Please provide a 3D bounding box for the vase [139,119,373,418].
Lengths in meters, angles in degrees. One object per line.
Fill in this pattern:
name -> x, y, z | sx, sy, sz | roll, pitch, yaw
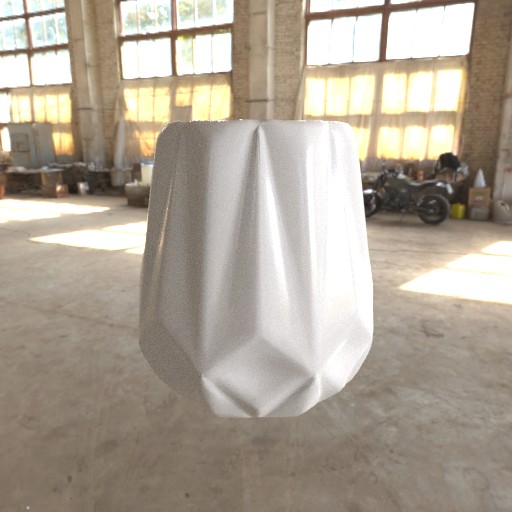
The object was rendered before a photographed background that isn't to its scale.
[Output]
vase -> 0.000, 0.000, 0.264 | 0.141, 0.152, 0.141 | 0, 15, 0
